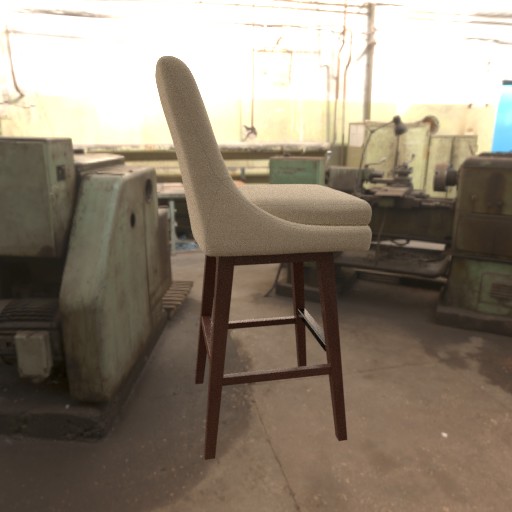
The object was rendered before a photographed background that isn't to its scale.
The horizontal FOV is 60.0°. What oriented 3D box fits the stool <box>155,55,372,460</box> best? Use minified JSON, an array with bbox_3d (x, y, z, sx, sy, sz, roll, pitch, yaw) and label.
[{"bbox_3d":[0.000,0.000,1.389,0.559,1.093,0.483,-3,16,-11],"label":"stool"}]
